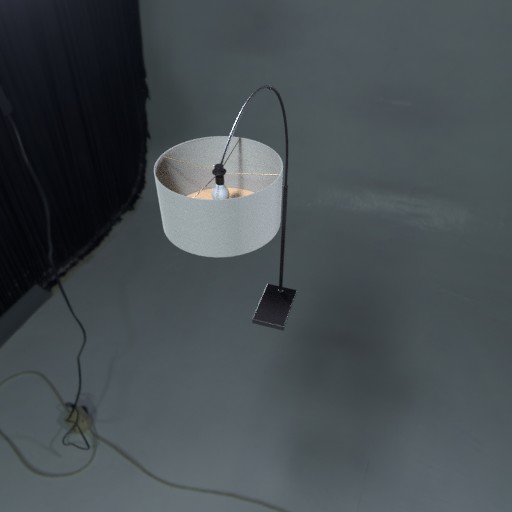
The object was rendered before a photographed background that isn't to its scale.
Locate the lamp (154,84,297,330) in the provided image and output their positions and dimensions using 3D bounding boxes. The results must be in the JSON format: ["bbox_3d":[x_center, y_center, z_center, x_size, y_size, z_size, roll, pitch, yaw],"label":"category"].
[{"bbox_3d":[0.000,0.000,2.590,0.493,1.927,1.424,12,42,14],"label":"lamp"}]
